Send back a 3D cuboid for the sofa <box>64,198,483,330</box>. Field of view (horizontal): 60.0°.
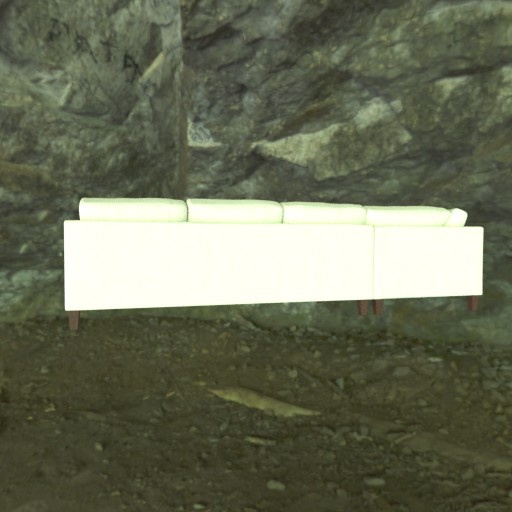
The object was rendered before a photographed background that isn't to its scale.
[{"bbox_3d":[0.000,0.000,4.318,3.182,0.863,2.432,0,1,-16],"label":"sofa"}]
